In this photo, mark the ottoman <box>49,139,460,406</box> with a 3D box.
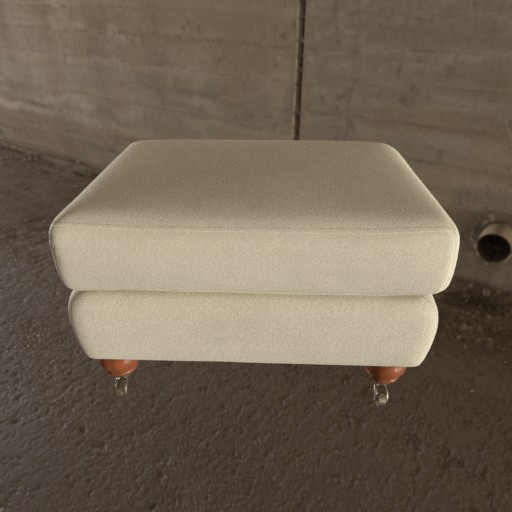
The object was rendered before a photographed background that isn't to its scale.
[{"bbox_3d":[0.000,0.000,1.123,0.773,0.499,0.569,1,30,2],"label":"ottoman"}]
